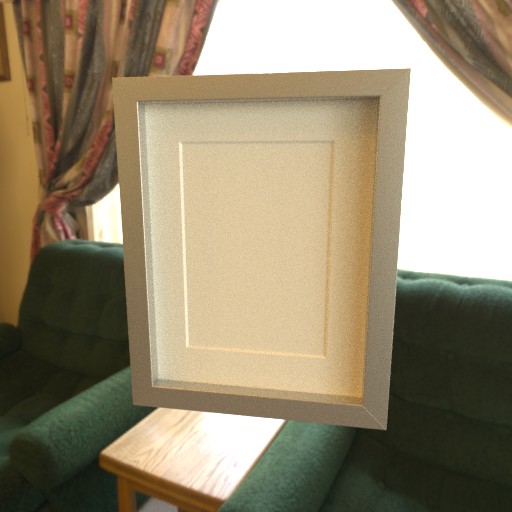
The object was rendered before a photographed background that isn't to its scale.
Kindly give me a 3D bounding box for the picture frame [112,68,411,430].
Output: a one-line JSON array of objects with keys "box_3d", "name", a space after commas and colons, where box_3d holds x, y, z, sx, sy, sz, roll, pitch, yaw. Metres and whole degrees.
[{"box_3d": [0.000, 0.000, 0.506, 0.307, 0.386, 0.036, 2, 12, 10], "name": "picture frame"}]
